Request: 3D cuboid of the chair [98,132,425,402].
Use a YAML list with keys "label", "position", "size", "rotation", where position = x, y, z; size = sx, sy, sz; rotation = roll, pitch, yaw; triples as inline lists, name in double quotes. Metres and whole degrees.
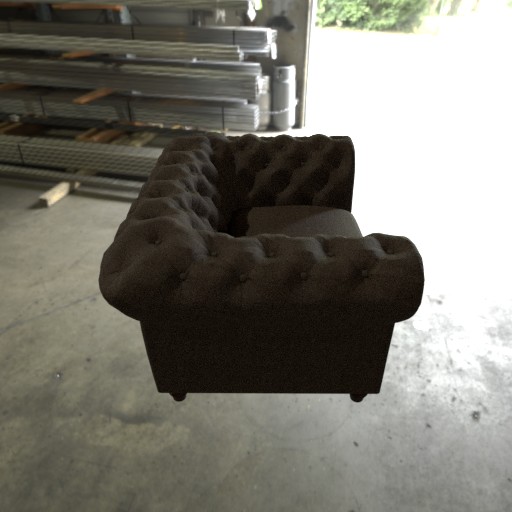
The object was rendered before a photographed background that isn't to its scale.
- label: "chair"
  position: [0.000, 0.000, 1.892]
  size: [0.945, 0.780, 1.298]
  rotation: [0, 32, 0]
